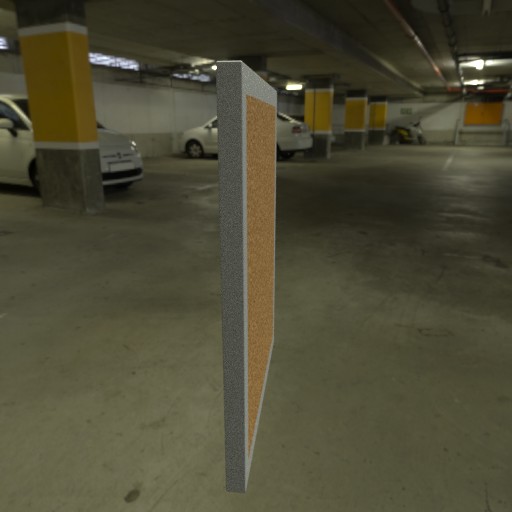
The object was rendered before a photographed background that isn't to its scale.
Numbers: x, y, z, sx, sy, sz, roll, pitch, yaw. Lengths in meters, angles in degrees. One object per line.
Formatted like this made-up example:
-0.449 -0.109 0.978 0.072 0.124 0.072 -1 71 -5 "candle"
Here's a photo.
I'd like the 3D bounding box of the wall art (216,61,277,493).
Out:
0.000 0.000 0.754 0.028 0.556 0.454 2 17 7 "wall art"
